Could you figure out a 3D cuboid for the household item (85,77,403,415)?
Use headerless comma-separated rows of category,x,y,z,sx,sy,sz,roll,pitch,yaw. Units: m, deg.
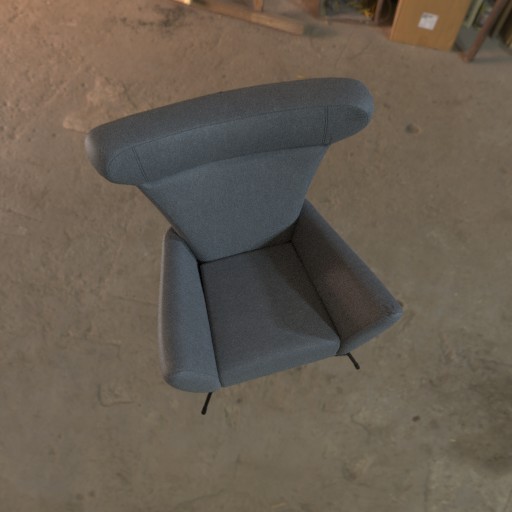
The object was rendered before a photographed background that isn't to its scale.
household item,0.000,0.000,1.770,0.980,1.050,0.900,-14,64,-7
